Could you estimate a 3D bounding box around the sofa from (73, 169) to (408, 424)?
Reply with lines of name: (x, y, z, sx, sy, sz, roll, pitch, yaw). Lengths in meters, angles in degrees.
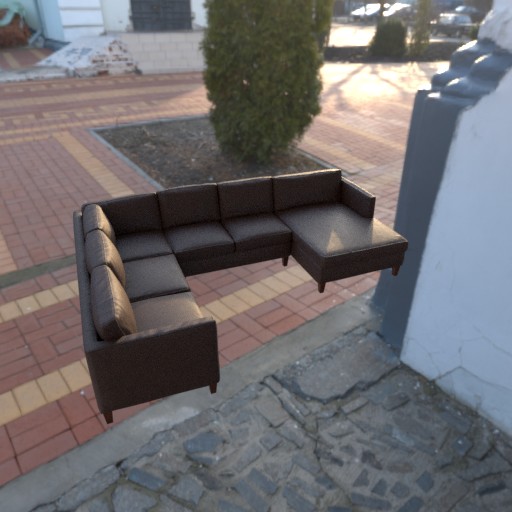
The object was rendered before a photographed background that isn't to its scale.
sofa: (0.000, 0.000, 4.635, 3.460, 0.923, 2.593, -11, 31, -19)
